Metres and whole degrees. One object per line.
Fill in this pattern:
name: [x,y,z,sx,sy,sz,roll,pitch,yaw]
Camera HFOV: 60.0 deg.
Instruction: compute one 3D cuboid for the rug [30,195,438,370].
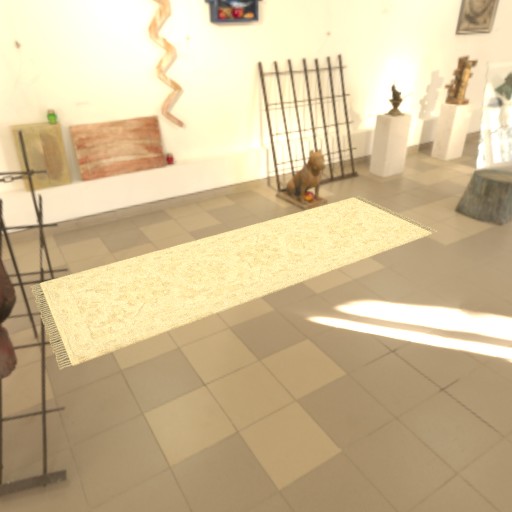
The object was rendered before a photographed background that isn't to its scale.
rug: [0.000,0.000,2.827,2.544,0.015,0.795,-17,34,-28]
